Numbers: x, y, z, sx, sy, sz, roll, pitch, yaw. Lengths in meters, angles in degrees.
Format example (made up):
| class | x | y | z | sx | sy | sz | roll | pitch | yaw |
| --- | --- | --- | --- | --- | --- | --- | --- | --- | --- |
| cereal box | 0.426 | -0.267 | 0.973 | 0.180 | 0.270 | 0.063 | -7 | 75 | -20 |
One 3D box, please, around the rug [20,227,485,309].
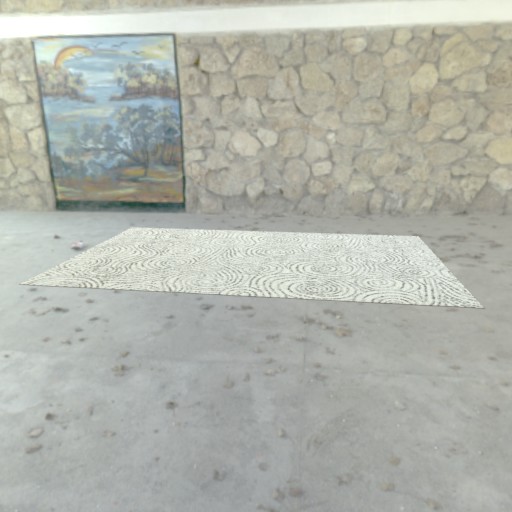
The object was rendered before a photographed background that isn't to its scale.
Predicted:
| class | x | y | z | sx | sy | sz | roll | pitch | yaw |
| --- | --- | --- | --- | --- | --- | --- | --- | --- | --- |
| rug | 0.000 | 0.000 | 3.017 | 2.439 | 0.005 | 1.524 | 2 | 16 | 8 |
